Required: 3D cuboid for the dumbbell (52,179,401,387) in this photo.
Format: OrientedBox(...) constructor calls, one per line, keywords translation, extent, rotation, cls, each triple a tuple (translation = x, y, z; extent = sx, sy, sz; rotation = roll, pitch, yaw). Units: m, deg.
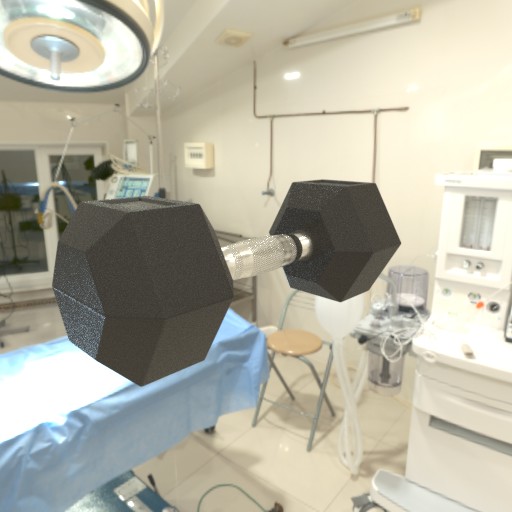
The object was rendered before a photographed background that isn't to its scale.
OrientedBox(translation=(0.000, 0.000, 0.383), extent=(0.315, 0.113, 0.129), rotation=(-14, 20, -43), cls="dumbbell")
